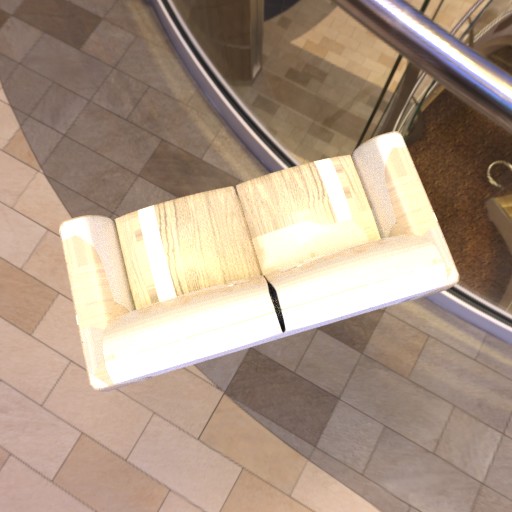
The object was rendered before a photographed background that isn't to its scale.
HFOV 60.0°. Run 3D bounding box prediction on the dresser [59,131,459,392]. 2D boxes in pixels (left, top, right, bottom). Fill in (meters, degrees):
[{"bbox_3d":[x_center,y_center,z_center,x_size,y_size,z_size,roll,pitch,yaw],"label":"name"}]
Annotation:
[{"bbox_3d":[0.000,0.000,5.833,4.679,1.863,2.251,-16,77,-4],"label":"dresser"}]
